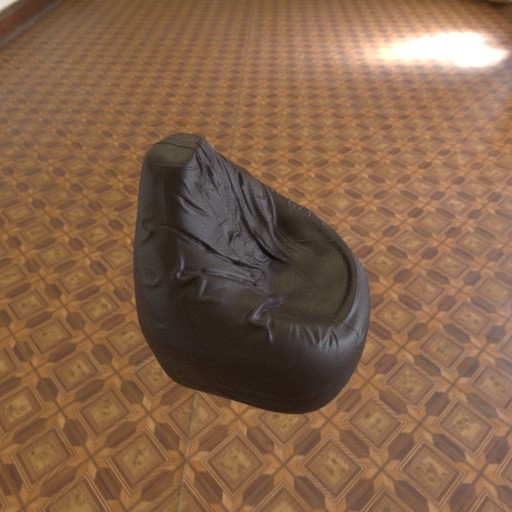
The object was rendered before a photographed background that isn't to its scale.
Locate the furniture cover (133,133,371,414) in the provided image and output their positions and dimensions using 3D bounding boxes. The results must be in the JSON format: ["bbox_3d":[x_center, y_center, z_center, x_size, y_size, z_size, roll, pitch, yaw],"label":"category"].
[{"bbox_3d":[0.000,0.000,1.924,1.070,0.990,1.070,11,45,11],"label":"furniture cover"}]
